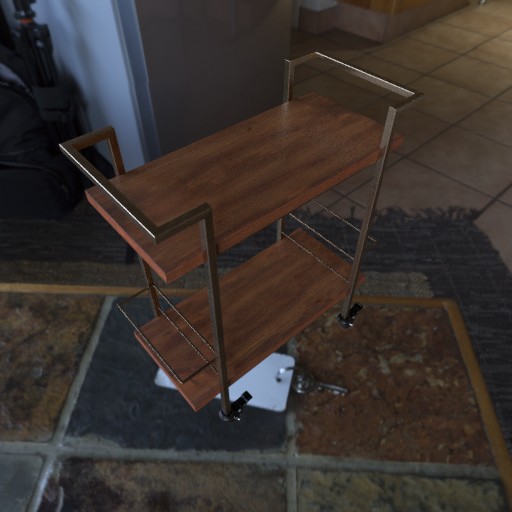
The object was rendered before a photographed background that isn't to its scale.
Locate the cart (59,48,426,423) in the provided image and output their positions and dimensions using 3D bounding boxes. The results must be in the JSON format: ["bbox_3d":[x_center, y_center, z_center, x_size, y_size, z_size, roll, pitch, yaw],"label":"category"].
[{"bbox_3d":[0.000,0.000,1.181,0.695,0.807,0.364,-32,54,-27],"label":"cart"}]
